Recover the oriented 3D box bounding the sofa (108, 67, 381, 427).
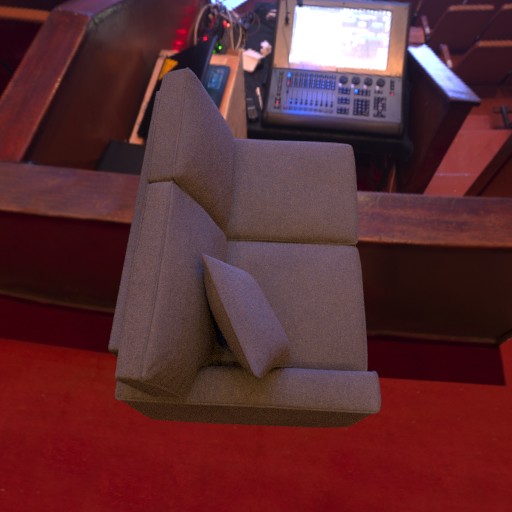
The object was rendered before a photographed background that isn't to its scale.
[{"bbox_3d":[0.000,0.000,2.046,0.991,0.989,1.388,2,64,1],"label":"sofa"}]
